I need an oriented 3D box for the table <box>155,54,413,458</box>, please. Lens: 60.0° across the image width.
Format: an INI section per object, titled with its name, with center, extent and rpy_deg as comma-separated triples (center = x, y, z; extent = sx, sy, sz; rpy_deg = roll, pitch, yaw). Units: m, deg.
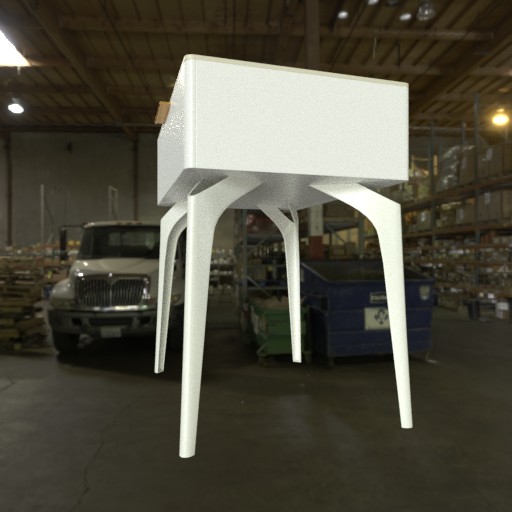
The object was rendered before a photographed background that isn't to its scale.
[table]
center = 0.000, 0.000, 0.915
extent = 0.400, 0.570, 0.500
rpy_deg = 0, 0, -17
